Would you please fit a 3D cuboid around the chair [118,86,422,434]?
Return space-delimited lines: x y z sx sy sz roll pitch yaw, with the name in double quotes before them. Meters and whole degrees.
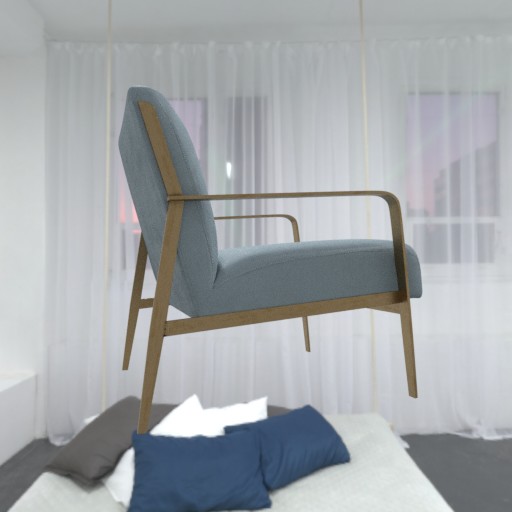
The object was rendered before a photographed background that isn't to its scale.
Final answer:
"chair" 0.000 0.000 1.449 0.842 0.824 0.701 0 -1 -20
